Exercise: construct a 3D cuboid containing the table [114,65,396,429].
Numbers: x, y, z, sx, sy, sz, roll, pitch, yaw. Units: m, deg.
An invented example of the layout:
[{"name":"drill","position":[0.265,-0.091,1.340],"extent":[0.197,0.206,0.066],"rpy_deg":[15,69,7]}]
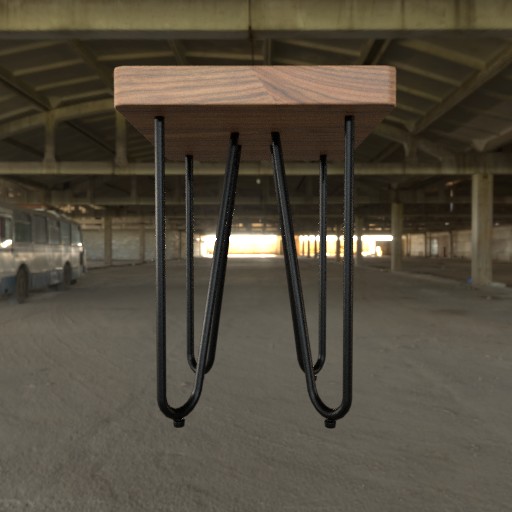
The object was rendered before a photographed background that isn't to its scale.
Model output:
[{"name":"table","position":[0.000,0.000,0.978],"extent":[0.480,0.641,0.479],"rpy_deg":[0,1,1]}]
